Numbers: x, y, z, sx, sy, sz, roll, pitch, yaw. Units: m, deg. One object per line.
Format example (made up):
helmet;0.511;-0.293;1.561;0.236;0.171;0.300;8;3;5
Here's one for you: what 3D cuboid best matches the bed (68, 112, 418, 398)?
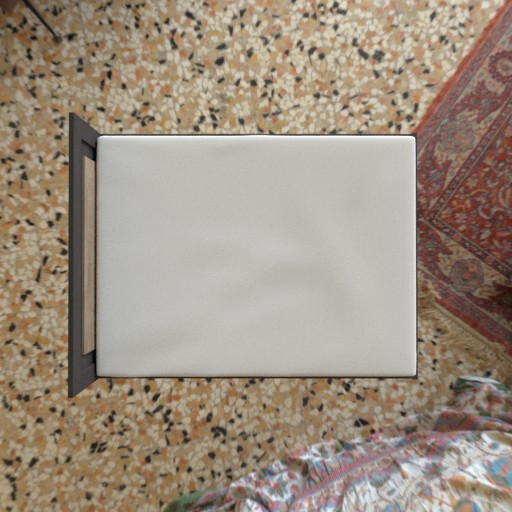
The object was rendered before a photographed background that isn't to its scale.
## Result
bed;0.000;0.000;2.859;2.073;0.823;1.585;0;90;0
